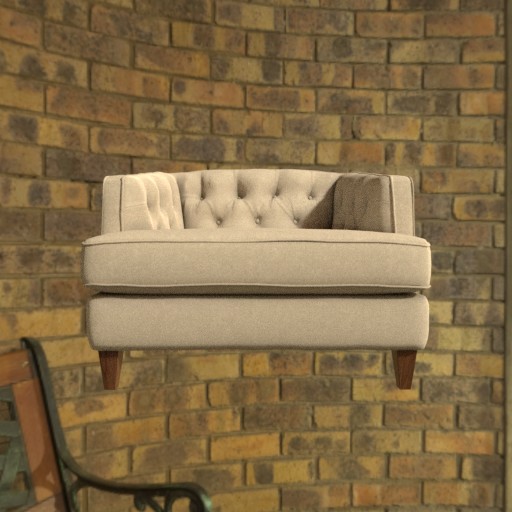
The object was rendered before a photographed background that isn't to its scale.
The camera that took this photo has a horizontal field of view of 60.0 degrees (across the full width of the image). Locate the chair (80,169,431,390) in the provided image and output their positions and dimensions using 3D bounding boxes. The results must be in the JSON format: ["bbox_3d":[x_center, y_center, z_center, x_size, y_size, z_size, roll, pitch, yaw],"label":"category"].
[{"bbox_3d":[0.000,0.000,1.783,1.104,0.852,0.941,0,0,0],"label":"chair"}]
